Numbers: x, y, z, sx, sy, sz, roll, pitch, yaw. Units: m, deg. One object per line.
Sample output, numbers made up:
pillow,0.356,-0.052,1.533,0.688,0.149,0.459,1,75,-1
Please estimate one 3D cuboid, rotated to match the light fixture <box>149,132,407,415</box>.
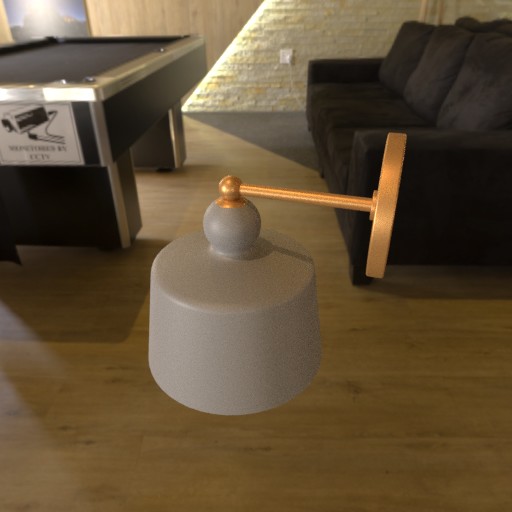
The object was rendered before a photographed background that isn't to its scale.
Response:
light fixture,0.000,0.000,0.457,0.254,0.268,0.204,9,32,15
